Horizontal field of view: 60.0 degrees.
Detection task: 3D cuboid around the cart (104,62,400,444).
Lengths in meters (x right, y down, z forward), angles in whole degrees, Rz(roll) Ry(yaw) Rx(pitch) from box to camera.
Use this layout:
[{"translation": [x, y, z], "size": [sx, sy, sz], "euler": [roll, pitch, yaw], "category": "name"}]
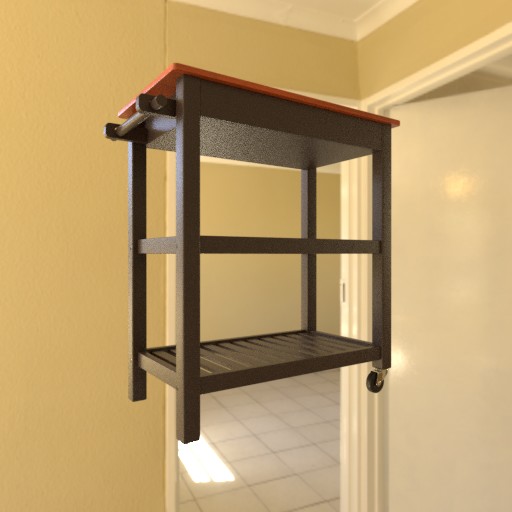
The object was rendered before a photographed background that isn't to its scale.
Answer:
[{"translation": [0.000, 0.000, 1.461], "size": [0.899, 0.927, 0.457], "euler": [0, 0, -34], "category": "cart"}]
